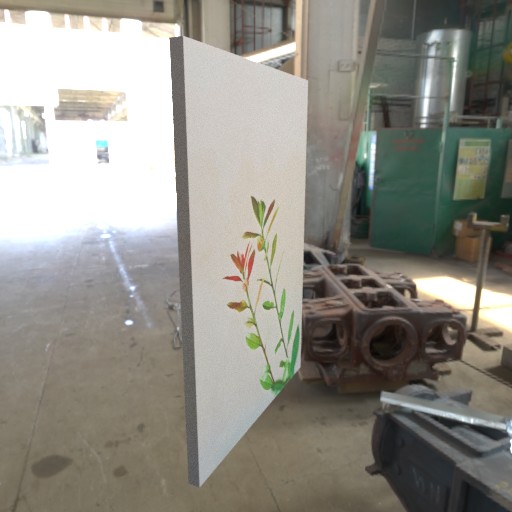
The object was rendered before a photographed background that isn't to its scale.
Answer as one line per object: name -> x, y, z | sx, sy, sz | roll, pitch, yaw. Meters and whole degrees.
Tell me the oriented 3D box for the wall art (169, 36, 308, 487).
wall art -> 0.000, 0.000, 1.421 | 0.038, 1.143, 0.764 | 7, 16, 26
